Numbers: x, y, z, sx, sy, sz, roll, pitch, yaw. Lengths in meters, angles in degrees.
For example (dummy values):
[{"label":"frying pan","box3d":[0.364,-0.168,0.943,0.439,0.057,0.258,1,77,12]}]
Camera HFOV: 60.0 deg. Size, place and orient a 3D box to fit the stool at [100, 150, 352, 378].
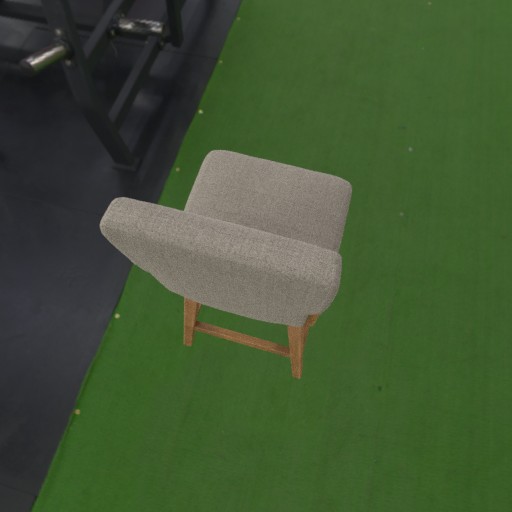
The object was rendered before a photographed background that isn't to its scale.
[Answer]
[{"label":"stool","box3d":[0.000,0.000,1.296,0.459,1.010,0.526,15,65,7]}]
